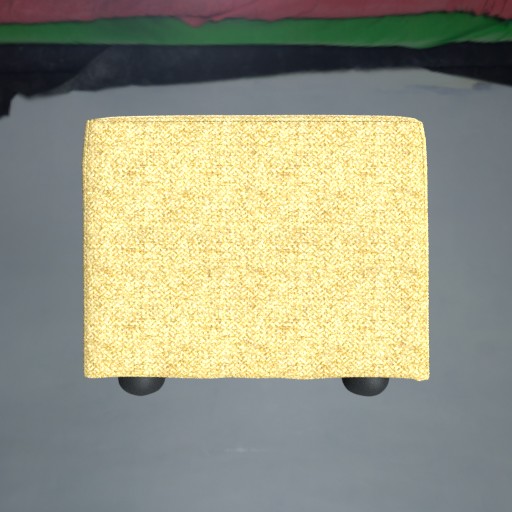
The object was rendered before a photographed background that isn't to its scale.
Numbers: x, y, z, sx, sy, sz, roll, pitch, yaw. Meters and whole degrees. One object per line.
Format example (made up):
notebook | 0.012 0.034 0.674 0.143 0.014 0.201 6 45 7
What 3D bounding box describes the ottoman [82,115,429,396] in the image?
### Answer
ottoman | 0.000 0.000 0.883 0.512 0.441 0.505 0 0 0
